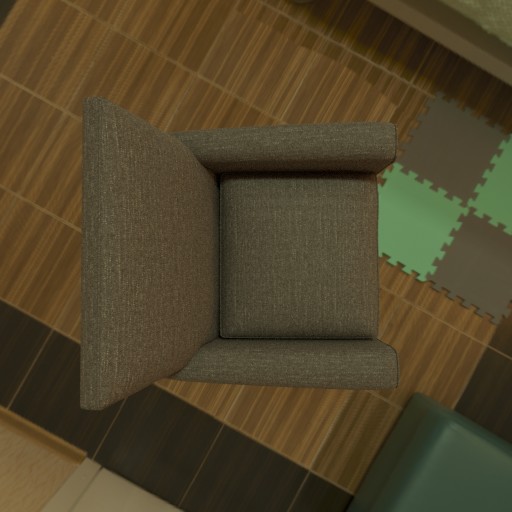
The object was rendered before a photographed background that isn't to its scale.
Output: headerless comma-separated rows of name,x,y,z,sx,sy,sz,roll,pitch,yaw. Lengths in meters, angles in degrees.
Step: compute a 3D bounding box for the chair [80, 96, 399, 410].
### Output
chair,0.000,0.000,1.517,0.875,0.885,0.838,0,89,-1
